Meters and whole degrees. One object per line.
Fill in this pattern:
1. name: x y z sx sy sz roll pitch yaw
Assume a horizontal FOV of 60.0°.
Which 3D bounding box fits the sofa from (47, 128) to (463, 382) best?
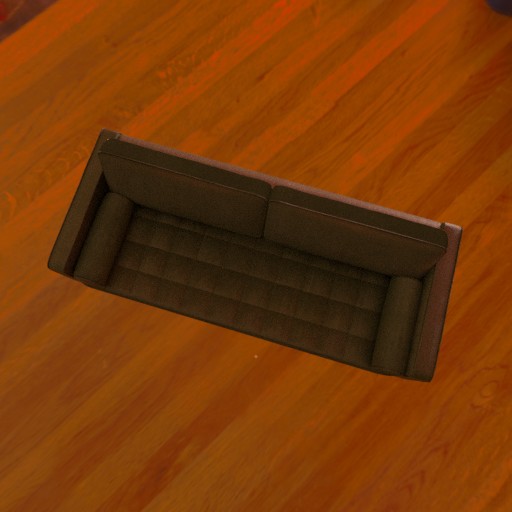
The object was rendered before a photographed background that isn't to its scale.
1. sofa: 0.000 0.000 2.663 2.199 0.769 0.918 16 78 4
